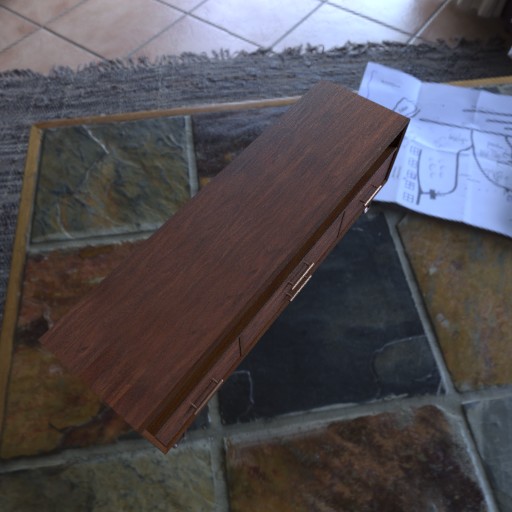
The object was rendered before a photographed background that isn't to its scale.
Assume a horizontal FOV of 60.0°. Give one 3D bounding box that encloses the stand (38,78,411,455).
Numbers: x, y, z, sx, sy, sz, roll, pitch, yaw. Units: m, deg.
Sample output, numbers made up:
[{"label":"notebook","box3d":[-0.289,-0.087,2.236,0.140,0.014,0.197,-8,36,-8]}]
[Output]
[{"label":"stand","box3d":[0.000,0.000,1.912,0.481,0.610,1.626,33,64,19]}]
